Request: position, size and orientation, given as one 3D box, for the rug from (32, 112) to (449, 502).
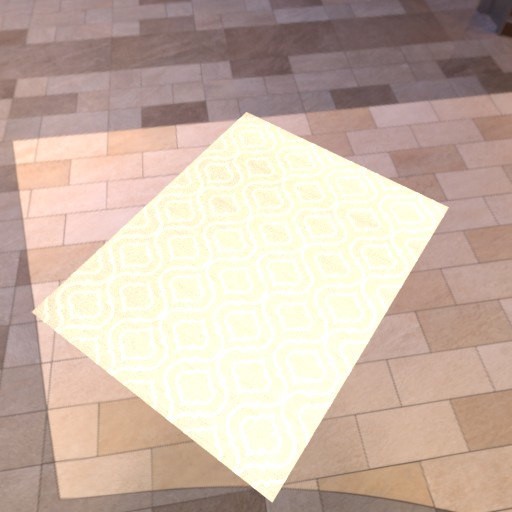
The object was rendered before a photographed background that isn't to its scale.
[{"bbox_3d":[0.000,0.000,3.775,2.283,0.006,2.892,31,62,18],"label":"rug"}]
